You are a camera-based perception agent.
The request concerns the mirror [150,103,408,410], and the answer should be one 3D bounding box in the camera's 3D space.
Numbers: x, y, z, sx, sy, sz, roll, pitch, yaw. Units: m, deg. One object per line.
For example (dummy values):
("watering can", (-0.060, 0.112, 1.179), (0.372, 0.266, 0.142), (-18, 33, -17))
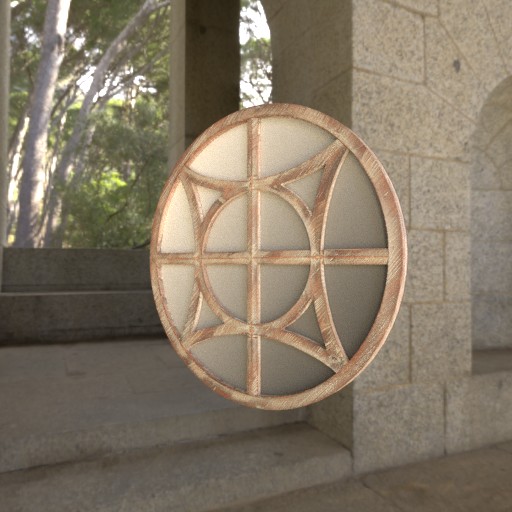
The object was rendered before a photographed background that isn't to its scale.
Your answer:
("mirror", (0.000, 0.000, 1.061), (0.710, 0.710, 0.038), (-1, -1, 35))
